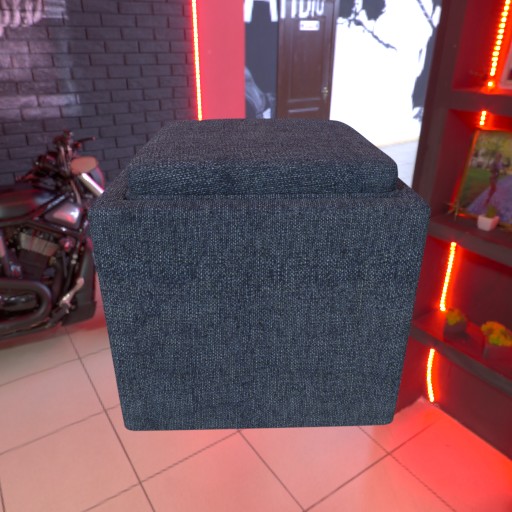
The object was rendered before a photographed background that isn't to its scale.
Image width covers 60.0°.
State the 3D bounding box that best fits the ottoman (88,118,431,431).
[{"bbox_3d":[0.000,0.000,0.837,0.450,0.460,0.450,-1,26,-2],"label":"ottoman"}]
